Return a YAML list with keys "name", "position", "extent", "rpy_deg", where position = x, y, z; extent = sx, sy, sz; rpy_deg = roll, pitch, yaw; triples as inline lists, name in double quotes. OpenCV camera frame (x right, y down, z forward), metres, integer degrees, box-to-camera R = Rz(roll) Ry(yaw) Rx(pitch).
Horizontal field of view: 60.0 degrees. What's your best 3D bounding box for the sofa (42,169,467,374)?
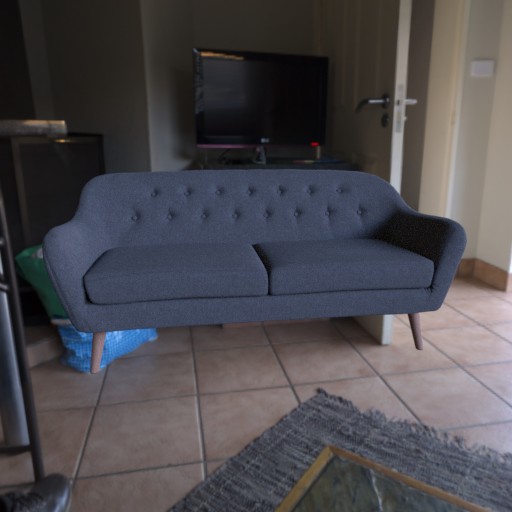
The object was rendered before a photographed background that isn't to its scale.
- name: "sofa"
  position: [0.000, 0.000, 2.247]
  extent: [1.840, 0.820, 0.820]
  rpy_deg: [-2, 14, -8]
